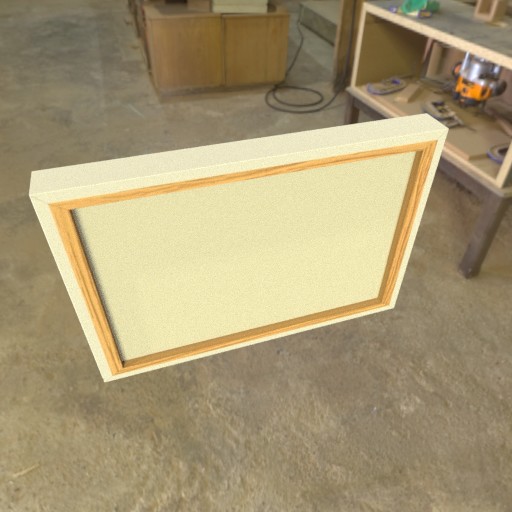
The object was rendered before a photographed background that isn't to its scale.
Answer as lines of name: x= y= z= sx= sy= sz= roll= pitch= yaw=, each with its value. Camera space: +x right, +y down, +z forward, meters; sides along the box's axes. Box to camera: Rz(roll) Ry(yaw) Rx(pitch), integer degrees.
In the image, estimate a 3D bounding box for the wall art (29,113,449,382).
wall art: x=0.000 y=0.000 z=0.485 sx=0.381 sy=0.259 sz=0.038 roll=-12 pitch=43 yaw=-13
